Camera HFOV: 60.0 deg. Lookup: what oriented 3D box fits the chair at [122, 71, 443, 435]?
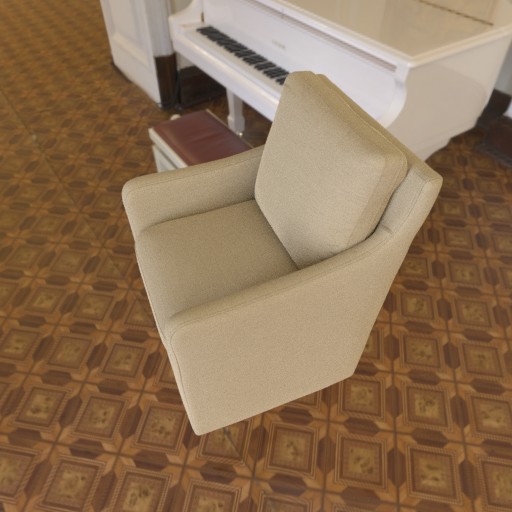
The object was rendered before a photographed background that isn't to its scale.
[{"bbox_3d":[0.000,0.000,1.381,0.694,0.914,0.626,-17,49,-15],"label":"chair"}]
